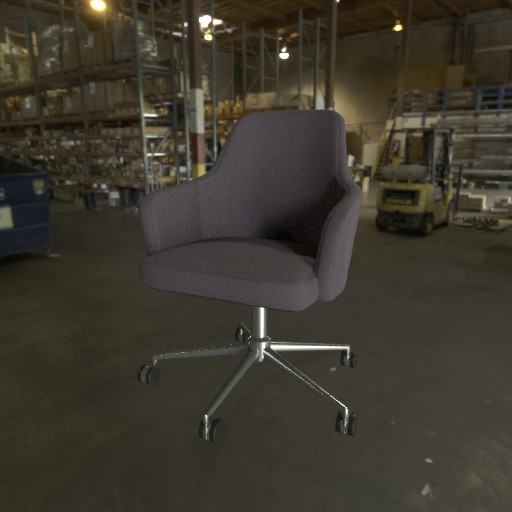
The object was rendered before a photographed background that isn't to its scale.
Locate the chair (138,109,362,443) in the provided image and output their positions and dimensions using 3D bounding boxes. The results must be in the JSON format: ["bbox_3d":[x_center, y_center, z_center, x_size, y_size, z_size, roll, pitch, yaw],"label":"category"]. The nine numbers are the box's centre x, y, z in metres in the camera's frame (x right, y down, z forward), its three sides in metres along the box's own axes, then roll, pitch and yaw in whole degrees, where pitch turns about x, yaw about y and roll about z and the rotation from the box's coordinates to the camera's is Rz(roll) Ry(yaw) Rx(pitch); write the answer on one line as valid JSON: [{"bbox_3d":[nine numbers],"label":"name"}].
[{"bbox_3d":[0.000,0.000,1.248,0.655,0.820,0.600,7,15,25],"label":"chair"}]
